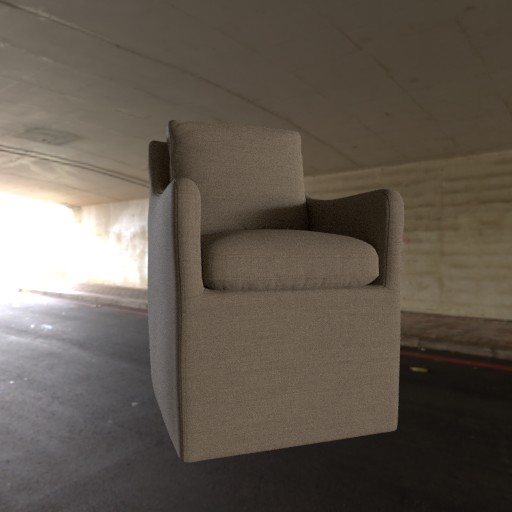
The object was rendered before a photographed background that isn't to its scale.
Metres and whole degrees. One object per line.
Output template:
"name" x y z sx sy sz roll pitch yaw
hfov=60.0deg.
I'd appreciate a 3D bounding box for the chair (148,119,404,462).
"chair" 0.000 0.000 1.367 0.626 0.914 0.694 0 1 -19
